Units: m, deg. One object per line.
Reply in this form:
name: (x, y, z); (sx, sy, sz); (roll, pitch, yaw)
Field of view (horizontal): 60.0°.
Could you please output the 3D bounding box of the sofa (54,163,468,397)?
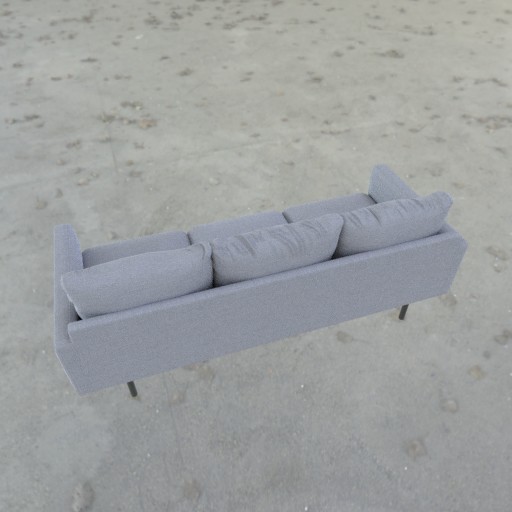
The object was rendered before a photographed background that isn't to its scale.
sofa: (0.000, 0.000, 2.401); (2.000, 0.830, 0.850); (-13, 44, -14)
